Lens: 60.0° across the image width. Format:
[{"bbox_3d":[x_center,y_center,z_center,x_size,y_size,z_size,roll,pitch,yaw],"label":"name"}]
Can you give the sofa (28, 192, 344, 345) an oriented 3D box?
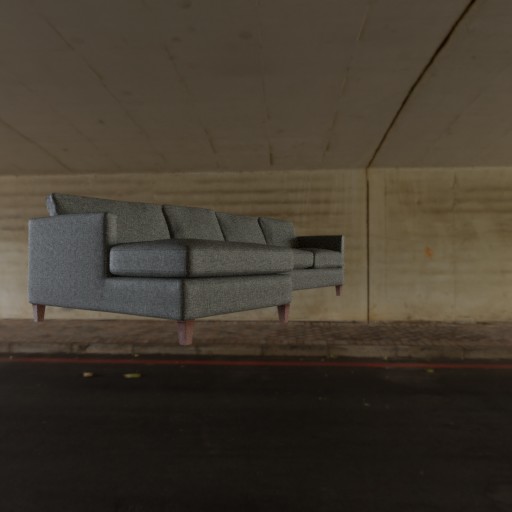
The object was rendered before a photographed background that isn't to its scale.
[{"bbox_3d":[0.000,0.000,4.123,1.635,0.960,3.485,0,0,36],"label":"sofa"}]
